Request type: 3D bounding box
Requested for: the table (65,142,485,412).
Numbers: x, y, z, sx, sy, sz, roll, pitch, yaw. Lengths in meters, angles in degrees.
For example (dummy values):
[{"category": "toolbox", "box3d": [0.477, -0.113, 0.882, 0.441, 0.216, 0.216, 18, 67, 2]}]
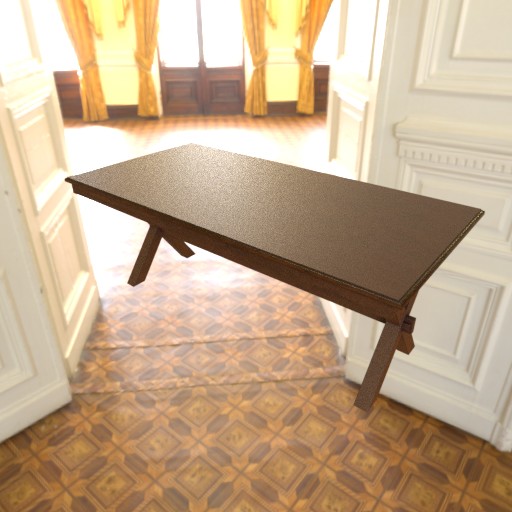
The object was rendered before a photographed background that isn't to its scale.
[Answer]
[{"category": "table", "box3d": [0.000, 0.000, 1.495, 1.197, 0.459, 0.594, 21, 35, 33]}]
